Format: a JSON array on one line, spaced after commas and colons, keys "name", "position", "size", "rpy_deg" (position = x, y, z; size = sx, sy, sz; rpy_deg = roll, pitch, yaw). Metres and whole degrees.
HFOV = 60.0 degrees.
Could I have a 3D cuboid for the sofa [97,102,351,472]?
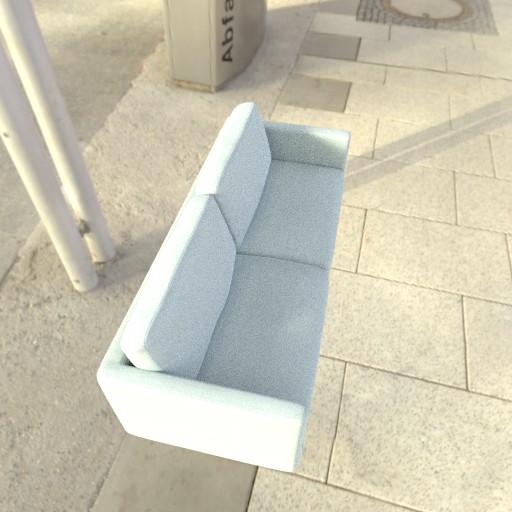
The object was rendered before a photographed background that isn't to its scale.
[{"name": "sofa", "position": [0.000, 0.000, 2.747], "size": [0.951, 0.965, 2.208], "rpy_deg": [10, 49, 9]}]
